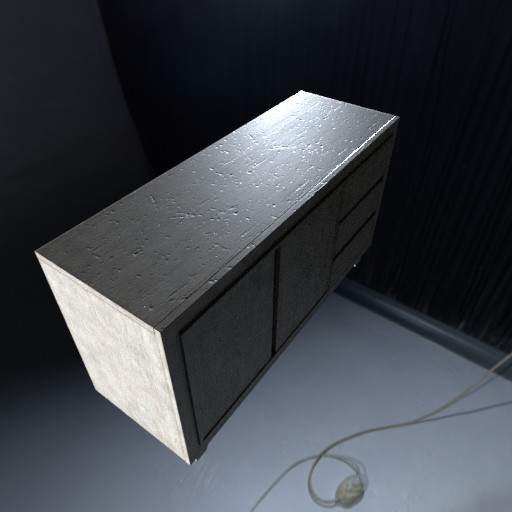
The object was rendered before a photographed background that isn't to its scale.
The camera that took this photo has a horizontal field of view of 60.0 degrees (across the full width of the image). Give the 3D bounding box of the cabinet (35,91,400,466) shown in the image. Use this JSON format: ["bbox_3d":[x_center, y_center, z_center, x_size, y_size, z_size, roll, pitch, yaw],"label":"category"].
[{"bbox_3d":[0.000,0.000,1.873,0.511,0.825,1.460,26,48,26],"label":"cabinet"}]
